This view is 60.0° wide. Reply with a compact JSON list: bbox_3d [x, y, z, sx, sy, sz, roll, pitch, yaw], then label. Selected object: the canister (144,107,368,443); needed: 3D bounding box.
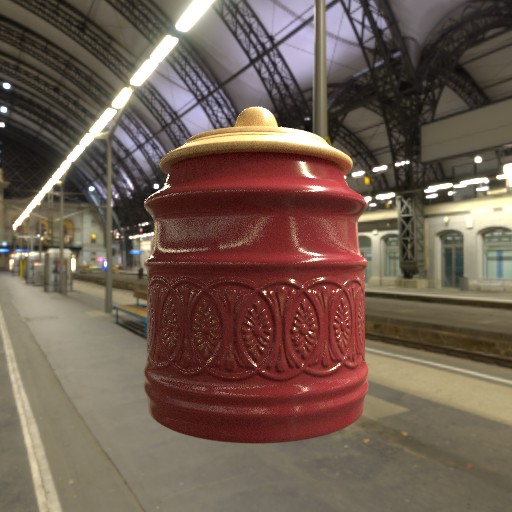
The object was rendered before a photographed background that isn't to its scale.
[{"bbox_3d":[0.000,0.000,0.264,0.130,0.176,0.130,0,-1,0],"label":"canister"}]
